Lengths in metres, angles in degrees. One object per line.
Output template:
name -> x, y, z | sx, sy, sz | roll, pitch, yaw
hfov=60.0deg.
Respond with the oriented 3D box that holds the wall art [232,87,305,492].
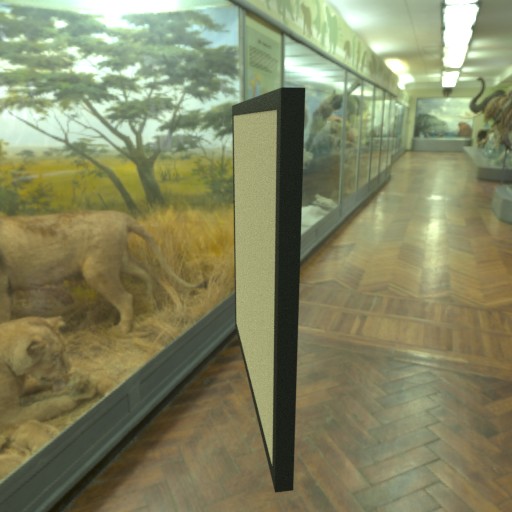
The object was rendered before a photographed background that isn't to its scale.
wall art -> 0.000, 0.000, 0.457 | 0.015, 0.304, 0.306 | -2, 17, -8
